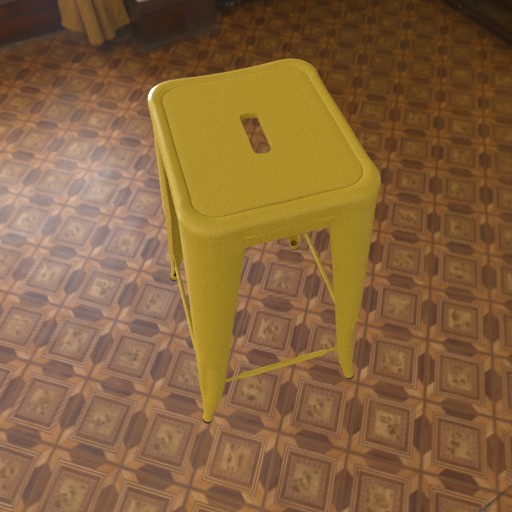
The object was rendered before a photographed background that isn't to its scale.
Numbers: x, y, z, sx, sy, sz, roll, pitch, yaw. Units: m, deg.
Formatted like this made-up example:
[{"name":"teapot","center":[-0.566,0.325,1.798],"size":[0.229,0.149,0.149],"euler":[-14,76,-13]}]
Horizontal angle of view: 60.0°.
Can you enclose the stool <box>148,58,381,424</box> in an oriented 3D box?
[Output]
[{"name":"stool","center":[0.000,0.000,0.842],"size":[0.359,0.609,0.399],"euler":[-15,58,-9]}]
